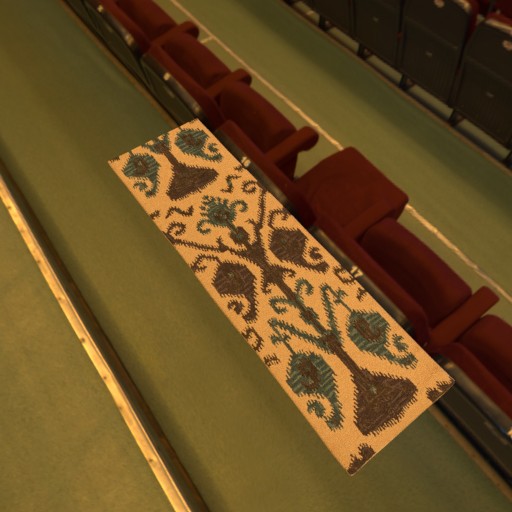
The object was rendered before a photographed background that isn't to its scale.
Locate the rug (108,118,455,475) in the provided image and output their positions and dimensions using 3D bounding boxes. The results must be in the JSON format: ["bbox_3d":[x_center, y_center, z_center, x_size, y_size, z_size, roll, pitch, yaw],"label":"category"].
[{"bbox_3d":[0.000,0.000,2.509,0.692,0.017,2.301,-33,64,-18],"label":"rug"}]
